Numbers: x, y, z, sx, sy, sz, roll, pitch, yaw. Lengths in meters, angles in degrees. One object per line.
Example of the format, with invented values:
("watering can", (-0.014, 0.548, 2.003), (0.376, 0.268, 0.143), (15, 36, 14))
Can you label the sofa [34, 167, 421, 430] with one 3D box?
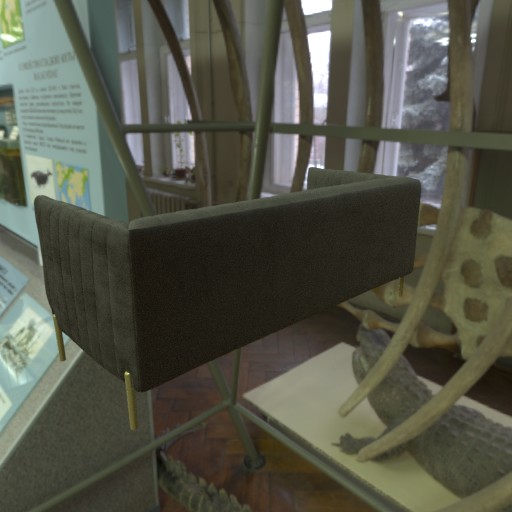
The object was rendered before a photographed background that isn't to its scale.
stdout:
("sofa", (0.000, 0.000, 2.402), (1.980, 0.780, 0.876), (-15, 23, -41))
